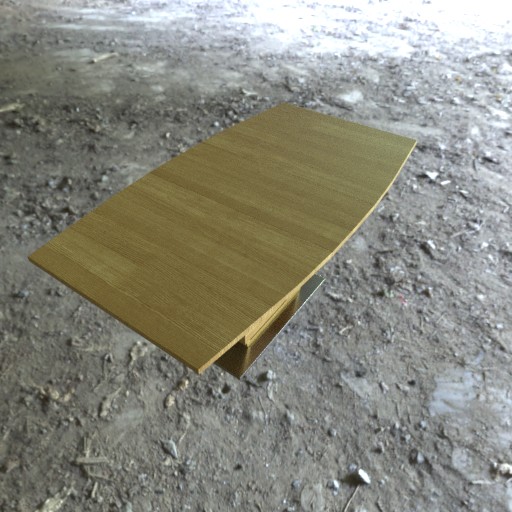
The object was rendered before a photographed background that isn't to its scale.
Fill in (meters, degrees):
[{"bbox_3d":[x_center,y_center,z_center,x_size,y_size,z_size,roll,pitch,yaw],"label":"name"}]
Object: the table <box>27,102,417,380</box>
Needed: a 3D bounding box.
[{"bbox_3d":[0.000,0.000,2.075,0.900,0.748,1.598,26,48,26],"label":"table"}]
